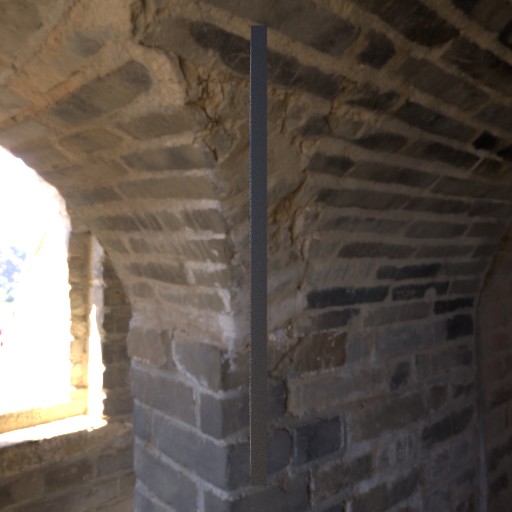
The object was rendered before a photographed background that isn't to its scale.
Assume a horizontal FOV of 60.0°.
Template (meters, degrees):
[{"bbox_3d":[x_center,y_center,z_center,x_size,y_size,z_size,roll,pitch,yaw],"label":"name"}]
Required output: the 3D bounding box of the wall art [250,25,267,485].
[{"bbox_3d":[0.000,0.000,1.426,0.038,1.062,0.806,0,-1,-1],"label":"wall art"}]
